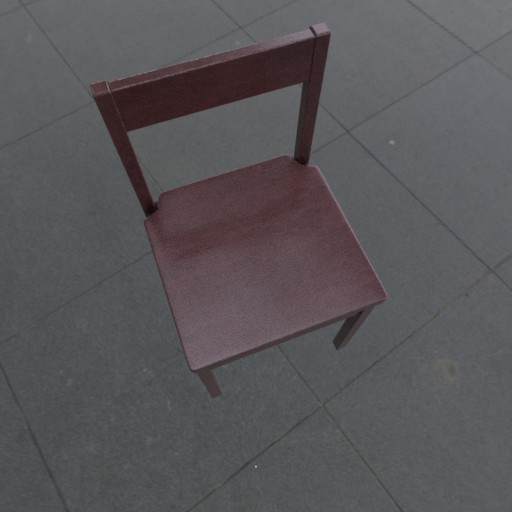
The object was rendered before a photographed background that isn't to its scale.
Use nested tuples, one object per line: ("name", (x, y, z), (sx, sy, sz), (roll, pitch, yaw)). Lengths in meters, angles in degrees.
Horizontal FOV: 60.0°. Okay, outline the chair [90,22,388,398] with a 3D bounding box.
("chair", (0.000, 0.000, 0.865), (0.367, 0.668, 0.361), (-19, 66, -9))
